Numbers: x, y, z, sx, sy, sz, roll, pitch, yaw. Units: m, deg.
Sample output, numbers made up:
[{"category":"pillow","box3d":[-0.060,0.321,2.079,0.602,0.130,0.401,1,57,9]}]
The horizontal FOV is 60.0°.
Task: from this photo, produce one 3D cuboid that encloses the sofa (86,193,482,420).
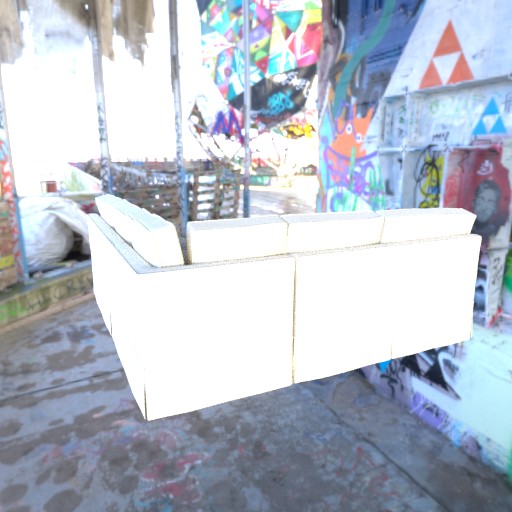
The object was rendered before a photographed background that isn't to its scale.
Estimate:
[{"category":"sofa","box3d":[0.000,0.000,3.972,2.591,1.070,2.597,-6,15,-25]}]
